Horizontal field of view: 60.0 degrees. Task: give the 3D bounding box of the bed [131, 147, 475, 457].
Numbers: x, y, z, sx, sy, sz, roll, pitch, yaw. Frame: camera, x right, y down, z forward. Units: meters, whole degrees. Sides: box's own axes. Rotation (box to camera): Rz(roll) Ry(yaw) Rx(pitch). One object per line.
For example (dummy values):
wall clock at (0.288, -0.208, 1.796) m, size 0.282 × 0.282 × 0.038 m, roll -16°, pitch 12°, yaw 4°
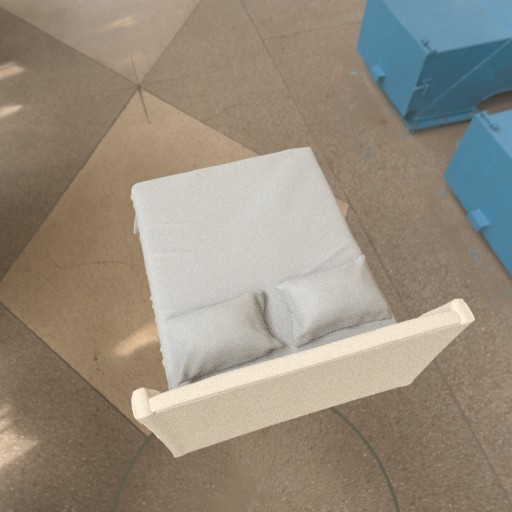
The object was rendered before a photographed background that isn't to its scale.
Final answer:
bed at (0.000, 0.000, 3.434) m, size 1.925 × 1.332 × 2.276 m, roll -14°, pitch 59°, yaw -8°
